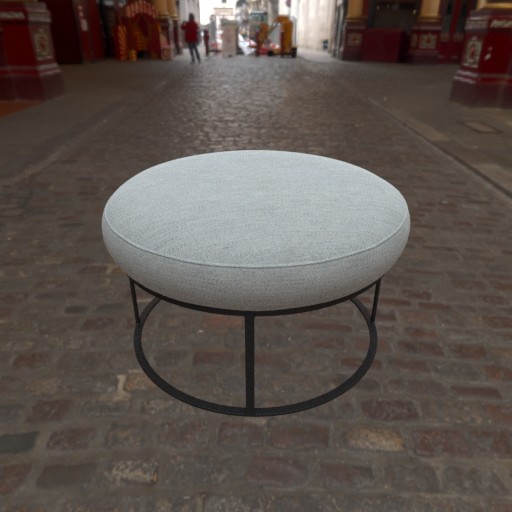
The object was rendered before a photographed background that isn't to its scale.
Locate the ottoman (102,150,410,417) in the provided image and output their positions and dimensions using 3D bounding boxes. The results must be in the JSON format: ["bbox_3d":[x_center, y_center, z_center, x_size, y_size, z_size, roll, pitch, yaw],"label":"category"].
[{"bbox_3d":[0.000,0.000,1.218,0.769,0.459,0.769,0,28,0],"label":"ottoman"}]
